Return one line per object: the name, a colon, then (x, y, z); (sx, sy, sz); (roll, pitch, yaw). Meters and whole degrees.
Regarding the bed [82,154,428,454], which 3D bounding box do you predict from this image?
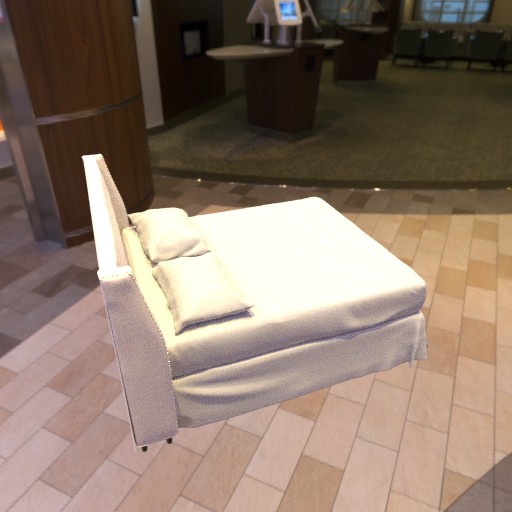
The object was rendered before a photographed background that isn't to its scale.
bed: (0.000, 0.000, 3.452); (2.276, 1.332, 1.925); (-11, 33, -18)
